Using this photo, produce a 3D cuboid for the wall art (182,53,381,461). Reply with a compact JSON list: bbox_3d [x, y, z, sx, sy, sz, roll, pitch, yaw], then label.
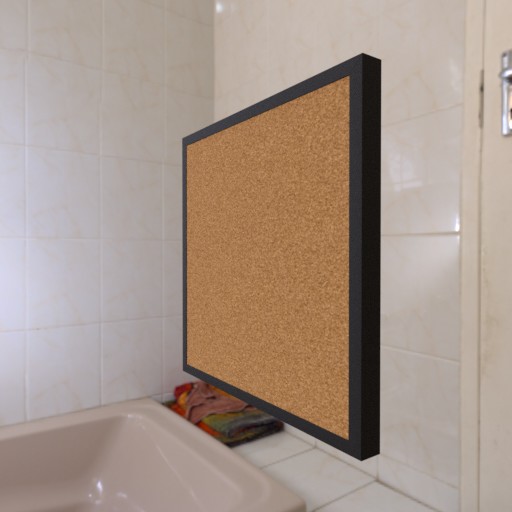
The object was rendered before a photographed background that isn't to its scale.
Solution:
[{"bbox_3d":[0.000,0.000,0.763,0.036,0.503,0.506,-1,1,-35],"label":"wall art"}]
